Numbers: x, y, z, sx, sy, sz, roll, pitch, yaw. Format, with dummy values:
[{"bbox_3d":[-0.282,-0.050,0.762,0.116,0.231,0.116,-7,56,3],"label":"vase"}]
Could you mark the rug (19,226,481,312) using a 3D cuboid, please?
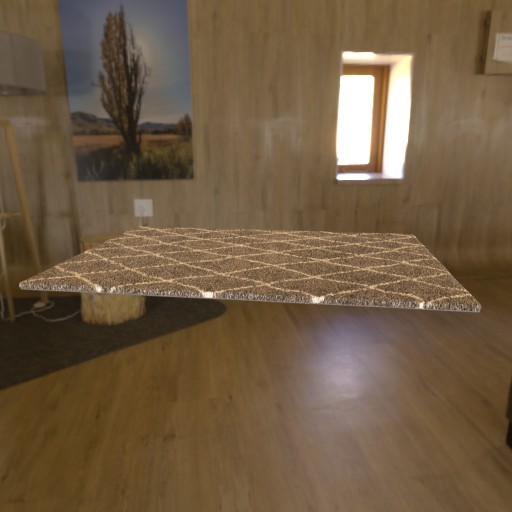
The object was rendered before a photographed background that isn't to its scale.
[{"bbox_3d":[0.000,0.000,2.257,1.778,0.030,1.219,2,15,8],"label":"rug"}]
